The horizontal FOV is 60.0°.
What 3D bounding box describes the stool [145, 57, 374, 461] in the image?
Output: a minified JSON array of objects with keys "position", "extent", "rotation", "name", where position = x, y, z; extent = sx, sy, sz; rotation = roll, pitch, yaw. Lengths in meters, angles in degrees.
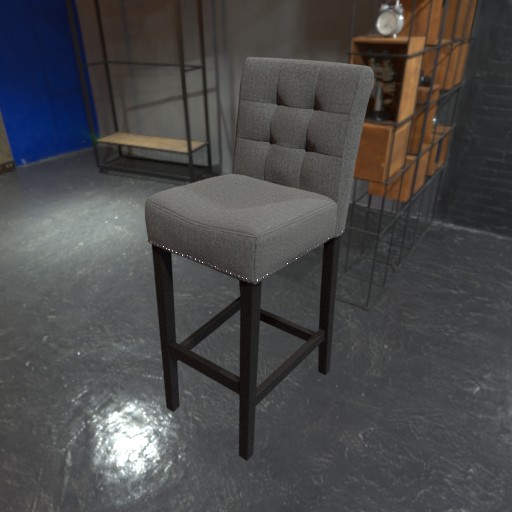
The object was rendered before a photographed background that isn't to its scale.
[{"position":[0.000,0.000,1.338],"extent":[0.411,1.047,0.548],"rotation":[20,35,31],"name":"stool"}]
